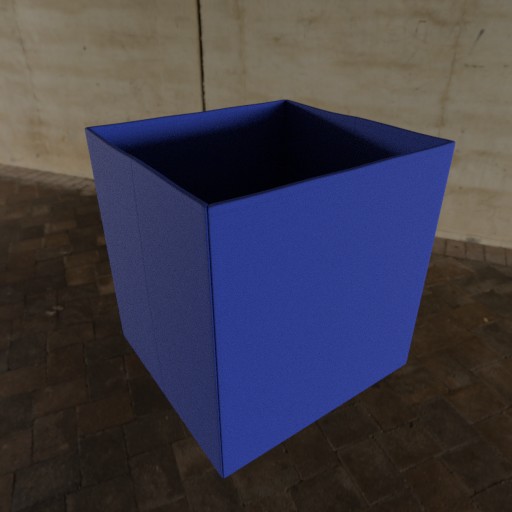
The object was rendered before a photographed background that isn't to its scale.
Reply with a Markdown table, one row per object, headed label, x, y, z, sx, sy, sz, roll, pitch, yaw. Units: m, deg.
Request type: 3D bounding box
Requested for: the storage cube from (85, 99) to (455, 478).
| label | x | y | z | sx | sy | sz | roll | pitch | yaw |
| --- | --- | --- | --- | --- | --- | --- | --- | --- | --- |
| storage cube | 0.000 | 0.000 | 0.505 | 0.270 | 0.280 | 0.270 | -19 | 35 | -30 |
